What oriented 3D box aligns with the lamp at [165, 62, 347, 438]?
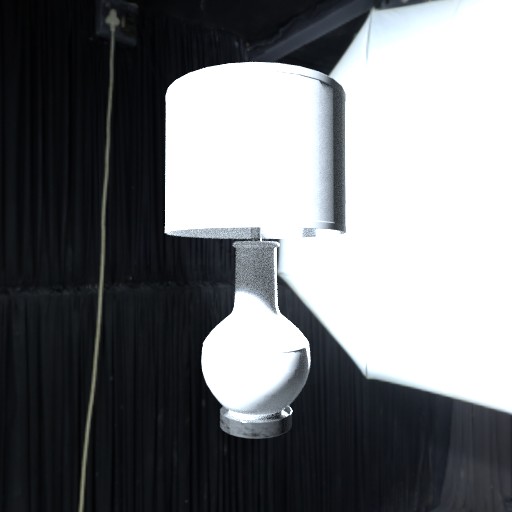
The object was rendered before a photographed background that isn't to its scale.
[{"bbox_3d":[0.000,0.000,0.890,0.357,0.673,0.357,1,-1,-37],"label":"lamp"}]
